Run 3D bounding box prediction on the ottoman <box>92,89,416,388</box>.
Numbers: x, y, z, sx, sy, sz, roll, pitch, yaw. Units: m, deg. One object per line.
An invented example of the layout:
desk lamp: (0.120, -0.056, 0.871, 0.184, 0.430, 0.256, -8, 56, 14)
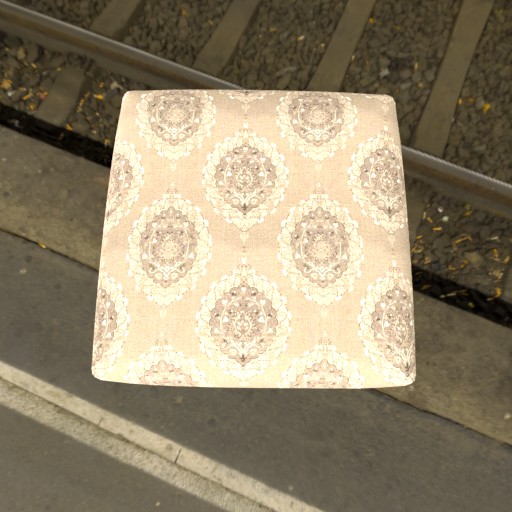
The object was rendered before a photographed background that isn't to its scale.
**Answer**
ottoman: (0.000, 0.000, 0.901, 0.497, 0.473, 0.507, 1, 75, 0)
